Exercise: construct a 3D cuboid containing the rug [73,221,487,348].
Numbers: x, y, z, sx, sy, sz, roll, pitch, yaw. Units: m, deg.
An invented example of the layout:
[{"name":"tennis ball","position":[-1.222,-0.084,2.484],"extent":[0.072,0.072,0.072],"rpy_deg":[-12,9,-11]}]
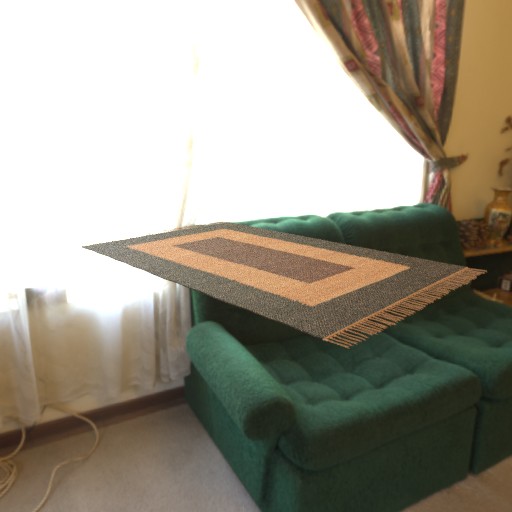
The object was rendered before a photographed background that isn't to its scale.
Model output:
[{"name":"rug","position":[0.000,0.000,1.868],"extent":[0.920,0.013,1.541],"rpy_deg":[-14,20,-43]}]
